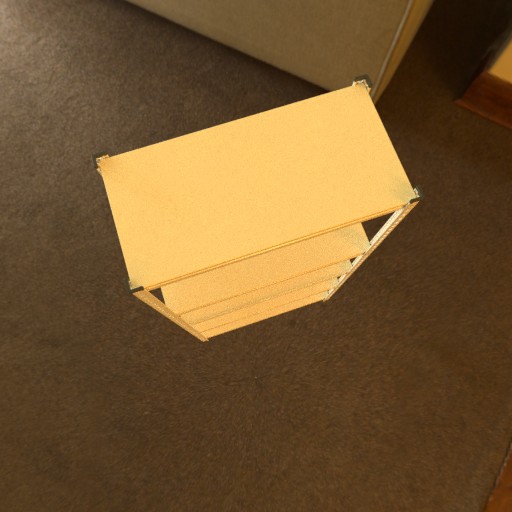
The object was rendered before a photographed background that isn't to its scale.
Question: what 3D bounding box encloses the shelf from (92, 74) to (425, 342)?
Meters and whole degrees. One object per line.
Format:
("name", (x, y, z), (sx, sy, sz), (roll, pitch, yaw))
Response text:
("shelf", (0.000, 0.000, 2.218), (0.914, 1.829, 0.457), (-18, 75, -5))
